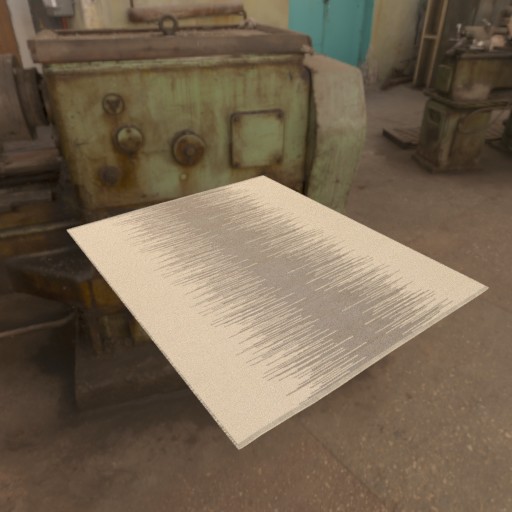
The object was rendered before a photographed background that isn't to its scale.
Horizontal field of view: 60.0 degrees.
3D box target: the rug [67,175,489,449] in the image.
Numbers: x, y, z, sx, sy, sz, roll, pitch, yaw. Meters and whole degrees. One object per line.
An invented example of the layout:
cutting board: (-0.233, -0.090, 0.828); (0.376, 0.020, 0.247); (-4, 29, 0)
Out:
rug: (0.000, 0.000, 3.988); (2.453, 0.010, 3.037); (-21, 38, -30)
